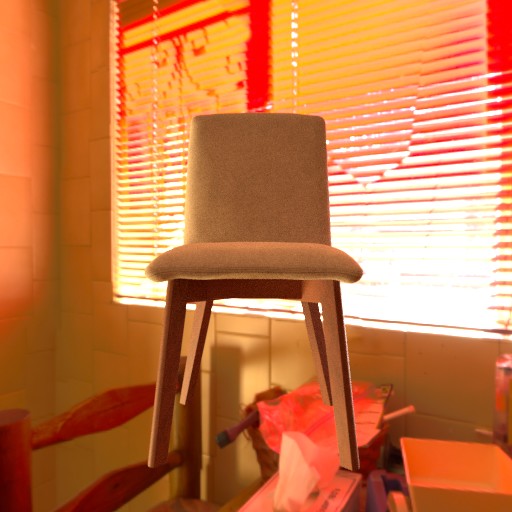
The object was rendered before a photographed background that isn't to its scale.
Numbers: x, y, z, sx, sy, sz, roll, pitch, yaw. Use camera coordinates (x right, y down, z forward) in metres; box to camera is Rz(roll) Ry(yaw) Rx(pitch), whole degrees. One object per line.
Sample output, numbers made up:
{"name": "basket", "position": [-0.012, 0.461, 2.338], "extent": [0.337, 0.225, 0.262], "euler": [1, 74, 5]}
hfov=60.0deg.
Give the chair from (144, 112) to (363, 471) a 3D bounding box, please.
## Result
{"name": "chair", "position": [0.000, 0.000, 1.278], "extent": [0.522, 0.974, 0.563], "euler": [0, 0, 2]}
